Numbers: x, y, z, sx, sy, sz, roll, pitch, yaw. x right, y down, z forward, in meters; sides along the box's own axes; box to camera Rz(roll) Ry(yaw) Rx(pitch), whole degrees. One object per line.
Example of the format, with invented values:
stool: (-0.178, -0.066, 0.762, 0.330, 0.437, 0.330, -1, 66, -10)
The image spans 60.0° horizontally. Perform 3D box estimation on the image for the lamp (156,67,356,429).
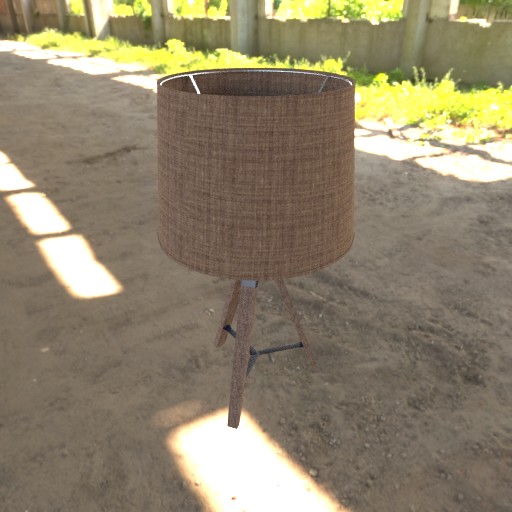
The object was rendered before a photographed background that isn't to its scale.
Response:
lamp: (0.000, 0.000, 0.688, 0.290, 0.514, 0.290, 0, 29, 0)
